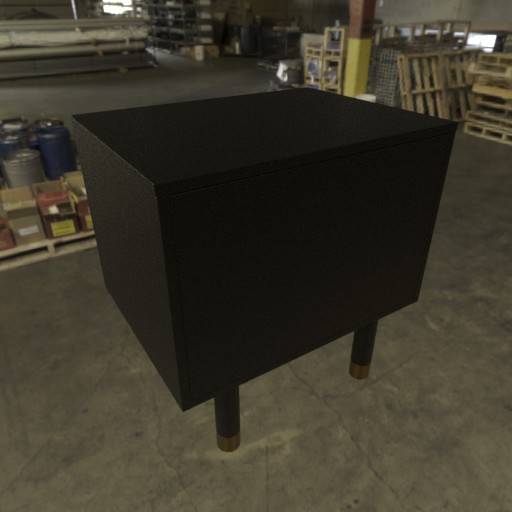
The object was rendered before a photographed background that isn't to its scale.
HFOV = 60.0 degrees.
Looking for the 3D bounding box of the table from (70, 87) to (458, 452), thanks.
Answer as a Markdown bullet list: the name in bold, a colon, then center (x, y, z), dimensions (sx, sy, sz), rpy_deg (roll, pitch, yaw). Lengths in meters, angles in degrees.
- **table**: center (0.000, 0.000, 0.955), dimensions (0.564, 0.584, 0.441), rpy_deg (-18, 35, -28)
